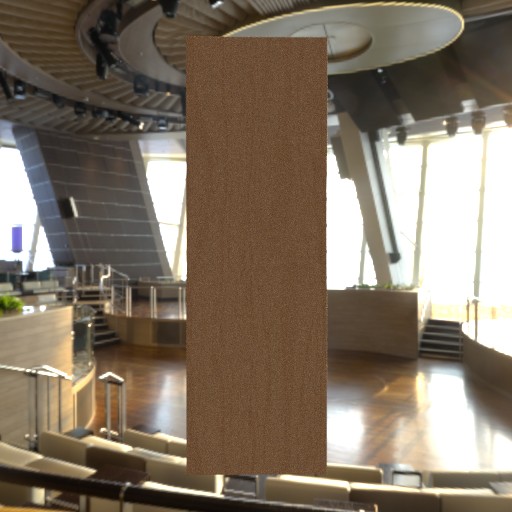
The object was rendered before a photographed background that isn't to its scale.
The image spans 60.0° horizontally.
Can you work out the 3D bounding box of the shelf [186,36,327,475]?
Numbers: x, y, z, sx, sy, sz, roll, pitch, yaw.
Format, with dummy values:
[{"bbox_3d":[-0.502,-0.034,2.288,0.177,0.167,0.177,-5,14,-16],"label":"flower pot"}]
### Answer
[{"bbox_3d":[0.000,0.000,1.061,0.290,0.900,0.300,0,0,-1],"label":"shelf"}]
